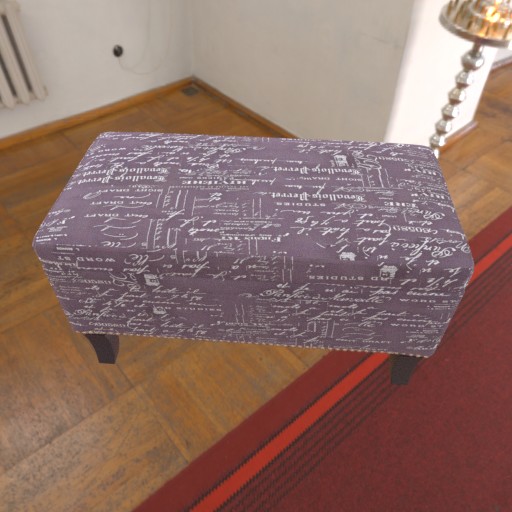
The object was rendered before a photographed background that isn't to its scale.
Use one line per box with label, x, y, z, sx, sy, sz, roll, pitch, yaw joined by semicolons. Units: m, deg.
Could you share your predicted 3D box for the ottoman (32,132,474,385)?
ottoman;0.000;0.000;1.060;0.813;0.457;0.406;3;46;3
